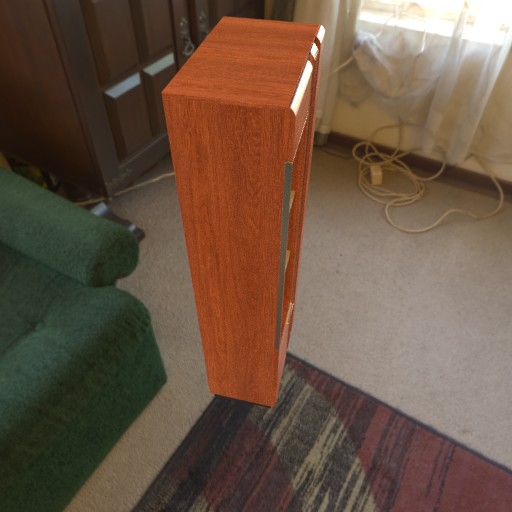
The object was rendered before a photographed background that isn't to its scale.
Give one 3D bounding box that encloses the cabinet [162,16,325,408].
[{"bbox_3d":[0.000,0.000,2.220,0.420,1.980,0.660,10,47,9],"label":"cabinet"}]
